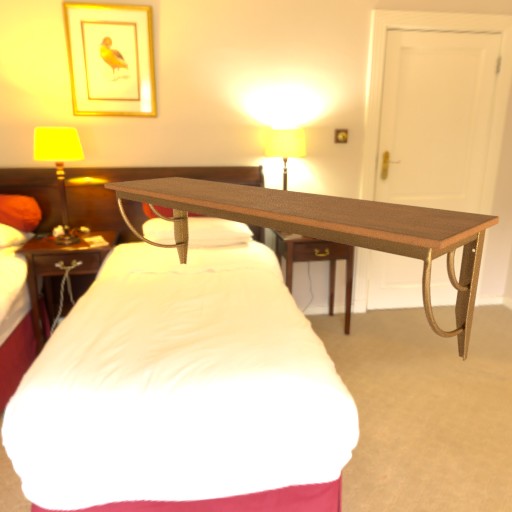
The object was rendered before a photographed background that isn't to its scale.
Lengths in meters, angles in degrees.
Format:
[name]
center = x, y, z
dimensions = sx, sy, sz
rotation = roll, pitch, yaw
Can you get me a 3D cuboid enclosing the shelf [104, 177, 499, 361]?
[shelf]
center = 0.000, 0.000, 0.702
dimensions = 0.636, 0.190, 0.166
rotation = 15, 22, 42
